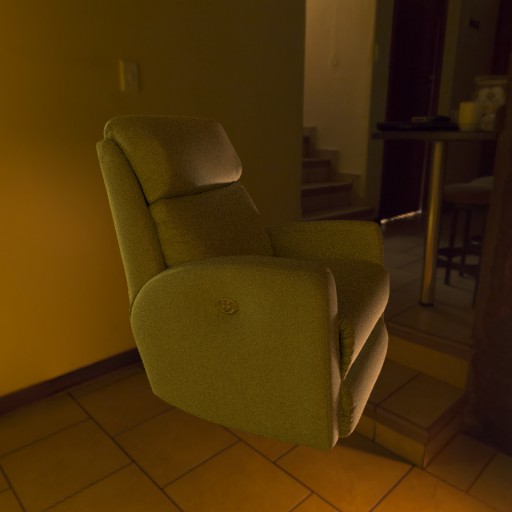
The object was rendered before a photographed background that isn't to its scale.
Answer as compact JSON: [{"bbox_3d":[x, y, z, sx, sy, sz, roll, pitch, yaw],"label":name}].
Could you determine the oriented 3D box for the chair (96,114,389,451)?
[{"bbox_3d":[0.000,0.000,1.668,0.940,1.016,0.794,8,17,25],"label":"chair"}]
